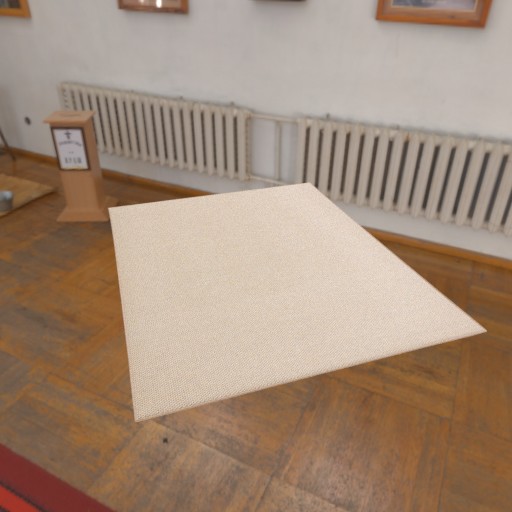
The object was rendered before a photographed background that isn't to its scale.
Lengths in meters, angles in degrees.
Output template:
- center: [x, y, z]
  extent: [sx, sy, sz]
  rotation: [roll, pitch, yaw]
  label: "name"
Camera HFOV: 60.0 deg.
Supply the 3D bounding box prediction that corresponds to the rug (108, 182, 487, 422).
- center: [0.000, 0.000, 4.043]
  extent: [2.462, 0.018, 3.039]
  rotation: [-10, 32, -16]
  label: "rug"
